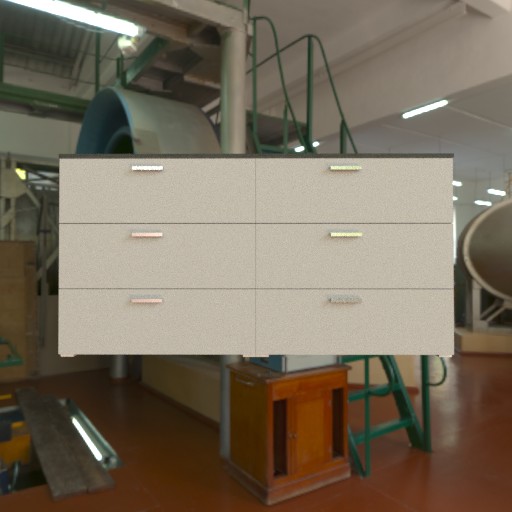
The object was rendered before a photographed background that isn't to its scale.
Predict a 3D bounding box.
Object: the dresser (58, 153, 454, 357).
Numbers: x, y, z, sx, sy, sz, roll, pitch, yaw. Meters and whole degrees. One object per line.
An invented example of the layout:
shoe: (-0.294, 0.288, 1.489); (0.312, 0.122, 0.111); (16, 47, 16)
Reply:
dresser: (0.000, 0.000, 1.865); (1.535, 0.790, 0.333); (0, -1, 0)
